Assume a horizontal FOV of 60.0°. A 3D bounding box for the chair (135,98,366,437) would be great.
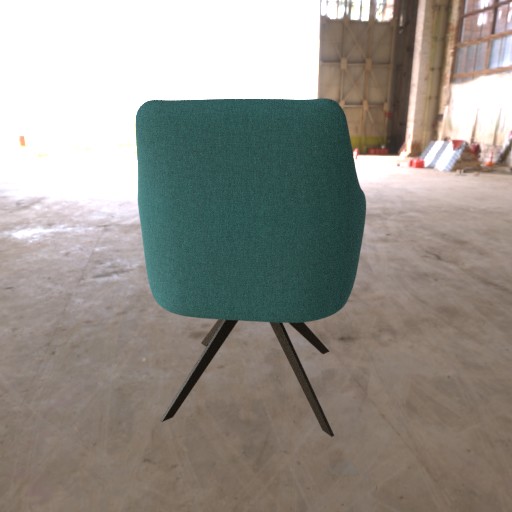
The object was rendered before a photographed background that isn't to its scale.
[{"bbox_3d":[0.000,0.000,1.343,0.642,0.874,0.677,2,17,7],"label":"chair"}]
